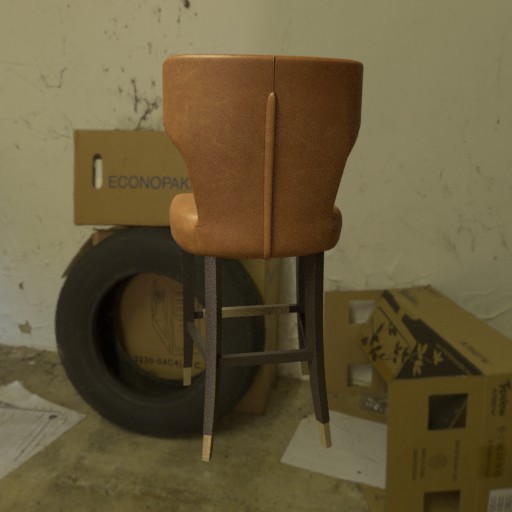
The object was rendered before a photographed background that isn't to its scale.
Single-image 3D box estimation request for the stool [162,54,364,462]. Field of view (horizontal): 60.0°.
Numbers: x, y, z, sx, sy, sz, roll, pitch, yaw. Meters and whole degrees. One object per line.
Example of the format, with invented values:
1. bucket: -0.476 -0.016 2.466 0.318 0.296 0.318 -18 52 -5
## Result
1. stool: 0.000 0.000 1.386 0.526 1.092 0.563 -2 14 -9
